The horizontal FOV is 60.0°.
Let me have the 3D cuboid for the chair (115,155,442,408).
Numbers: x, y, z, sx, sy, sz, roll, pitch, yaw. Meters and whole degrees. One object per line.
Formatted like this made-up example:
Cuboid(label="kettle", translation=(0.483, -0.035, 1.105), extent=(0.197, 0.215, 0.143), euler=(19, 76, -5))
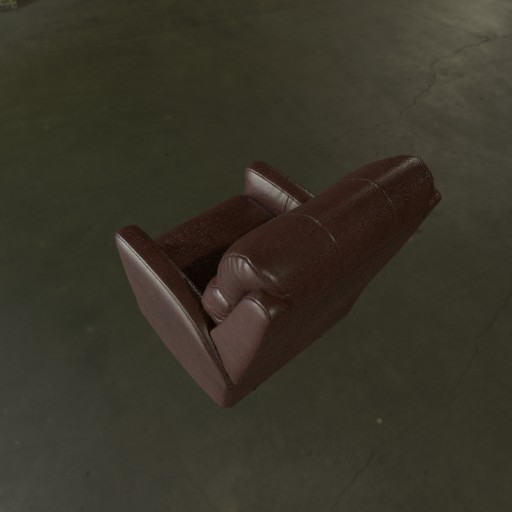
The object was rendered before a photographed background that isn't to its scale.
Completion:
Cuboid(label="chair", translation=(0.000, 0.000, 1.726), extent=(0.787, 1.016, 0.939), euler=(-32, 54, -26))
